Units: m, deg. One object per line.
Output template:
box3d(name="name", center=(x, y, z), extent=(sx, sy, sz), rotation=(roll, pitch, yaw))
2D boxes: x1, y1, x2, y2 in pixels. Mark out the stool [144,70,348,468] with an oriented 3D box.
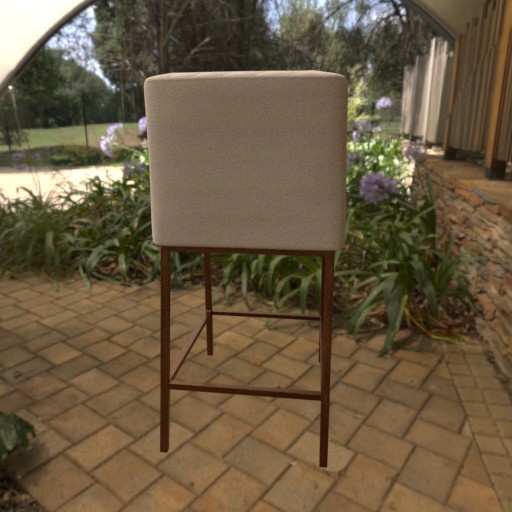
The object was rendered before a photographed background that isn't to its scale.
box3d(name="stool", center=(0.000, 0.000, 1.329), extent=(0.507, 0.973, 0.576), rotation=(2, 16, 7))
